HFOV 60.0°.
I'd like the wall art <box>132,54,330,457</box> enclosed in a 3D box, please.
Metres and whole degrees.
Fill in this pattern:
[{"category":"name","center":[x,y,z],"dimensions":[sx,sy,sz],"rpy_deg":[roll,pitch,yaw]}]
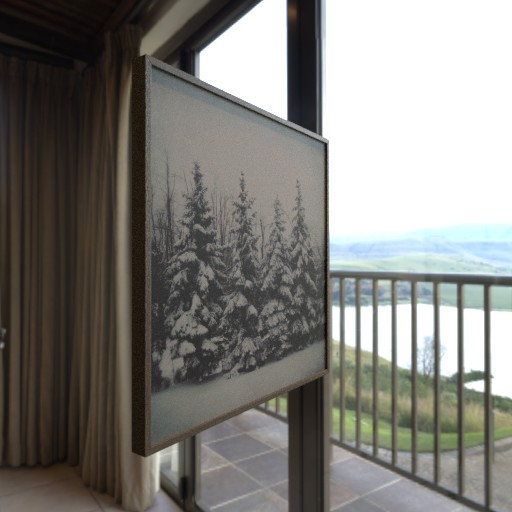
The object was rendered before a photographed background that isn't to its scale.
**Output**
[{"category":"wall art","center":[0.000,0.000,1.149],"dimensions":[0.039,0.758,0.758],"rpy_deg":[0,0,36]}]
